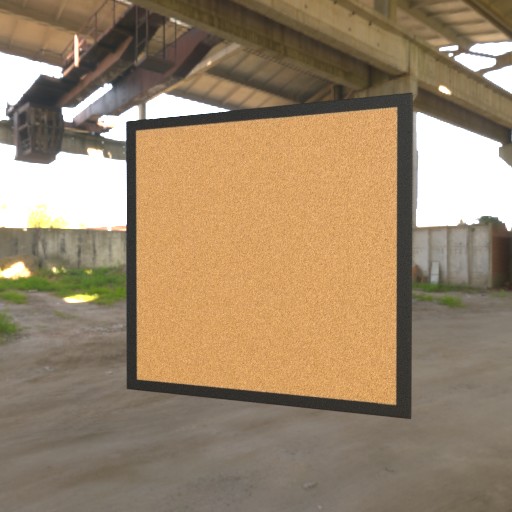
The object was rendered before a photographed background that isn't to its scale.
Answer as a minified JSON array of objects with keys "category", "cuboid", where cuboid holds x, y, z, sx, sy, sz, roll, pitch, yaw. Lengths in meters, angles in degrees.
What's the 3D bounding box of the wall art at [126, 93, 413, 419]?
[{"category":"wall art","cuboid":[0.000,0.000,0.996,0.663,0.659,0.016,0,1,17]}]
